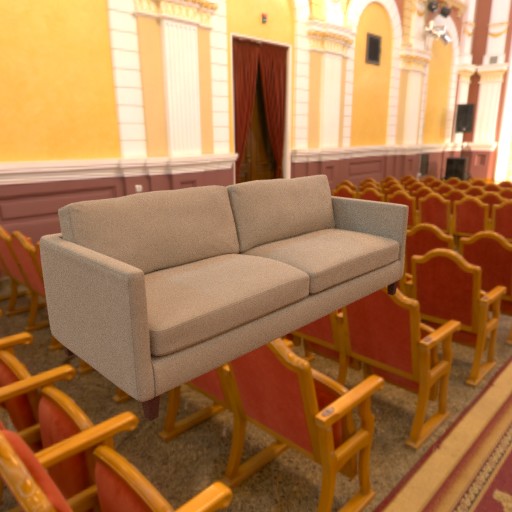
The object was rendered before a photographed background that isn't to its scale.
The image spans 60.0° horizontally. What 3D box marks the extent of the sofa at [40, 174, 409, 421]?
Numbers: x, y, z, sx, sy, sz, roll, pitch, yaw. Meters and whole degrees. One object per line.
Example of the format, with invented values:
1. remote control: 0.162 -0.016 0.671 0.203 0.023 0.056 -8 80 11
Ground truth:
1. sofa: 0.000 0.000 2.934 0.988 0.912 2.404 15 21 42
